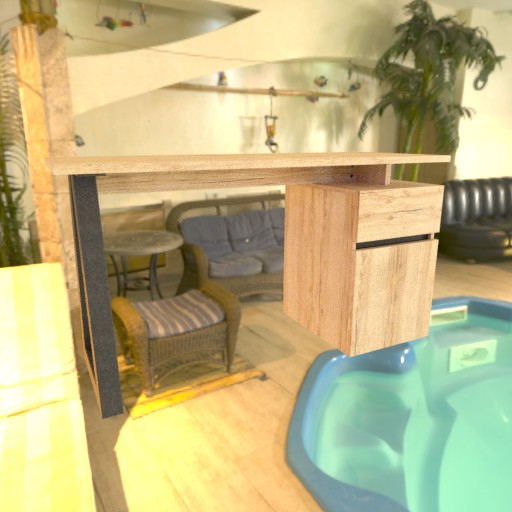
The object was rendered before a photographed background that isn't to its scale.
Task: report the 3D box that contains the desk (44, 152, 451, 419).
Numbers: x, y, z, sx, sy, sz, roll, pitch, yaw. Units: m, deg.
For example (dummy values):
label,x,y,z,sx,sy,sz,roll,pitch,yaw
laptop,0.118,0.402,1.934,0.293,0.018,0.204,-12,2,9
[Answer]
label,x,y,z,sx,sy,sz,roll,pitch,yaw
desk,0.000,0.000,1.729,1.400,0.760,0.550,-7,17,-26
